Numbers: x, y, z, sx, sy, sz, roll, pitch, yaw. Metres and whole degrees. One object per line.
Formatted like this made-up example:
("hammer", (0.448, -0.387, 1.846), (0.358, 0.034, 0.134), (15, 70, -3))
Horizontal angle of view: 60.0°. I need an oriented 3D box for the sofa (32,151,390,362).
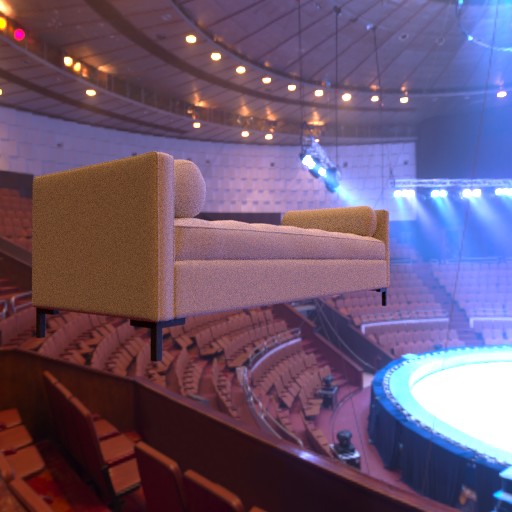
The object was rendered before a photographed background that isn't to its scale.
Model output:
("sofa", (0.000, 0.000, 2.302), (0.746, 0.641, 1.985), (0, 0, 36))
